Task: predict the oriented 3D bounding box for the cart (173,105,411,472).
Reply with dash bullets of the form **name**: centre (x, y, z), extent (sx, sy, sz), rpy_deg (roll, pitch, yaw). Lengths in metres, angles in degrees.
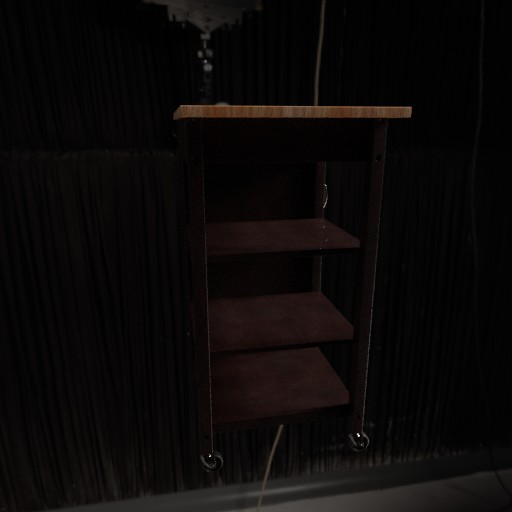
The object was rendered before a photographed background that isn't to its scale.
- **cart**: centre (0.000, 0.000, 1.421), extent (0.472, 0.878, 0.914), rpy_deg (-3, 17, -11)
